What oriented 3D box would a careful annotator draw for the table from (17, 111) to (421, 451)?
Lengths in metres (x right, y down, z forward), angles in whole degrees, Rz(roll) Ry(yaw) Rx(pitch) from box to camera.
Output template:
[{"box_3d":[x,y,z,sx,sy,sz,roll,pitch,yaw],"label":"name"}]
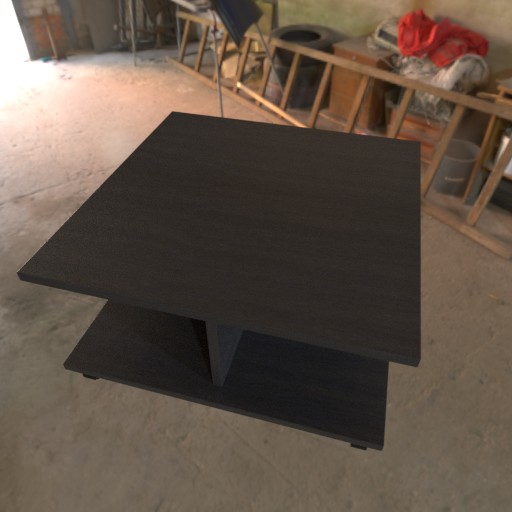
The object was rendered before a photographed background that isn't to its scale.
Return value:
[{"box_3d":[0.000,0.000,1.195,0.762,0.396,0.762,10,43,11],"label":"table"}]
